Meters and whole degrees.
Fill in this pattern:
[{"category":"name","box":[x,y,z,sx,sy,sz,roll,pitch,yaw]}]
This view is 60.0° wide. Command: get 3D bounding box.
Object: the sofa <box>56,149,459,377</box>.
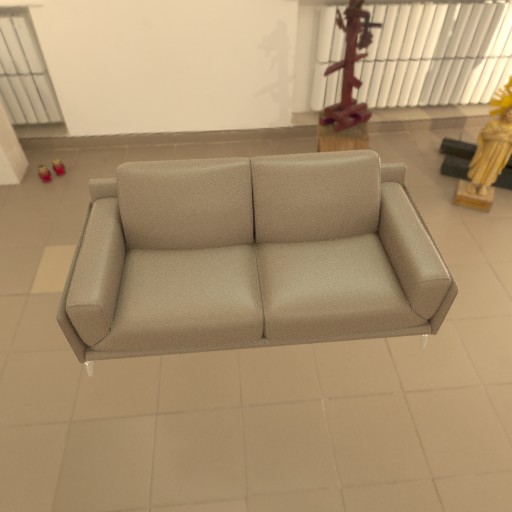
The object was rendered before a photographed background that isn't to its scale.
[{"category":"sofa","box":[0.000,0.000,2.660,2.101,0.930,1.049,-4,46,-4]}]
